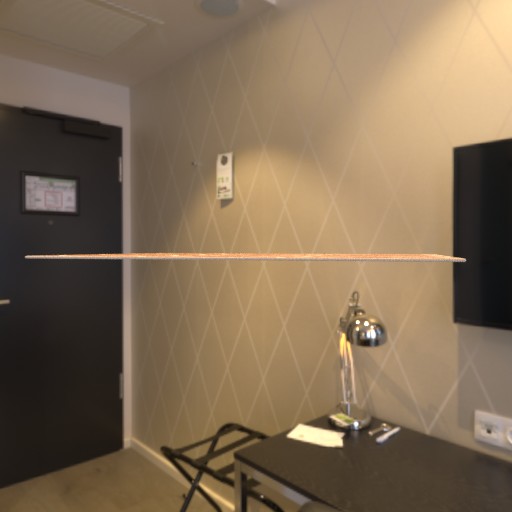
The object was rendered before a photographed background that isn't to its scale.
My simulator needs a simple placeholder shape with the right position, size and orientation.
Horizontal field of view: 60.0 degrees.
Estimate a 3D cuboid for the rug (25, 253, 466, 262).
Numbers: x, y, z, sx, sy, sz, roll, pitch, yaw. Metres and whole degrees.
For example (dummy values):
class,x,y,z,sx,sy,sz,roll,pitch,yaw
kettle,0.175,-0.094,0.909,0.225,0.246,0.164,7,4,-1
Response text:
class,x,y,z,sx,sy,sz,roll,pitch,yaw
rug,0.000,0.000,2.889,2.290,0.014,1.526,0,1,17
